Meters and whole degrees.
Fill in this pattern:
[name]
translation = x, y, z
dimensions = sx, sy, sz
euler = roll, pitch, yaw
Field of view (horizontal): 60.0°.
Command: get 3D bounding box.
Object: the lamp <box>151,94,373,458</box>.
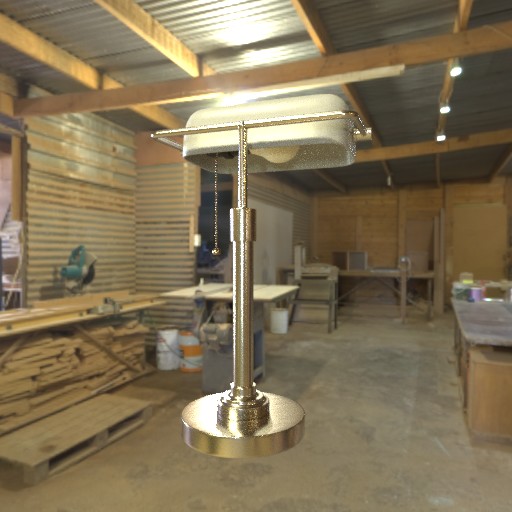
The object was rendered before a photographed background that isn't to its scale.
[lamp]
translation = 0.000, 0.000, 0.552
dimensions = 0.269, 0.404, 0.227
euler = 0, 1, 21
